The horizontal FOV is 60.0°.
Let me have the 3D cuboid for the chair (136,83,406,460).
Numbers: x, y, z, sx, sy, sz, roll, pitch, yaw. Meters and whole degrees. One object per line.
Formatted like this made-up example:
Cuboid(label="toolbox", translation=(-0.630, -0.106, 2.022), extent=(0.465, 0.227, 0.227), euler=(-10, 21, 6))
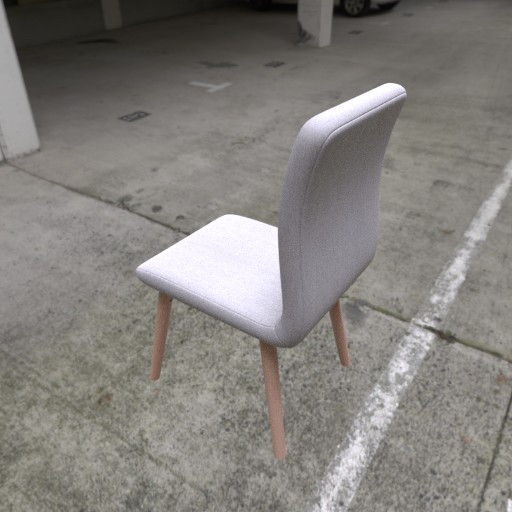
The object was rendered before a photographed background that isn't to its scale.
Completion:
Cuboid(label="chair", translation=(0.000, 0.000, 1.191), extent=(0.550, 0.885, 0.435), euler=(20, 38, 29))
